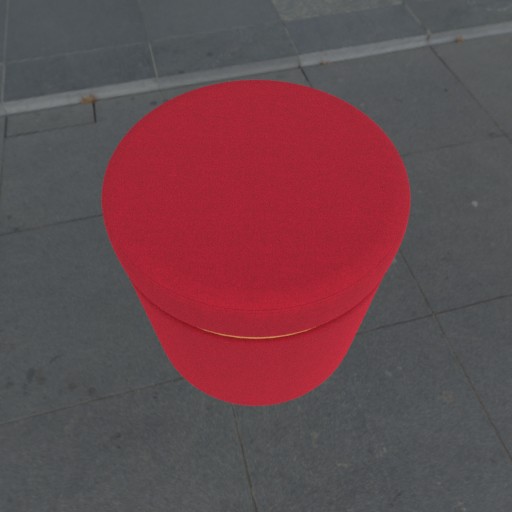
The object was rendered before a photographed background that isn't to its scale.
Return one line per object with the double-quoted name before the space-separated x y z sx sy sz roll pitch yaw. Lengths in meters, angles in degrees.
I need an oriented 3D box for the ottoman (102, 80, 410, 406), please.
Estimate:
"ottoman" 0.000 0.000 0.737 0.400 0.406 0.400 0 57 0
